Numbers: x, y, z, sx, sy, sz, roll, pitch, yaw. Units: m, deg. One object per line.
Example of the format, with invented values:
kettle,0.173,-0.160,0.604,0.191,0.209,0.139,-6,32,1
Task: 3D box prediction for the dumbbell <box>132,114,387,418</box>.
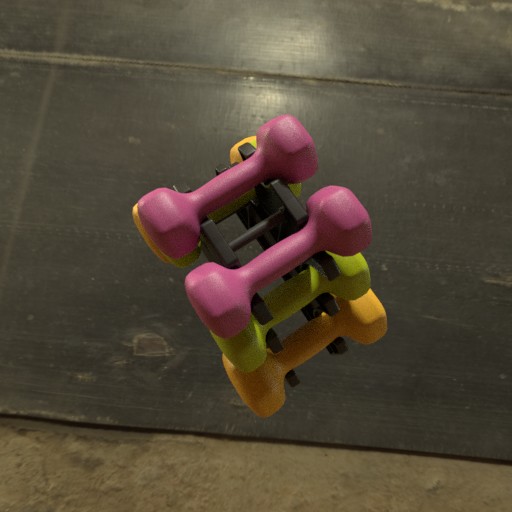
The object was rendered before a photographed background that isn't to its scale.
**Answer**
dumbbell,0.000,0.000,0.475,0.190,0.271,0.300,-32,78,-7
